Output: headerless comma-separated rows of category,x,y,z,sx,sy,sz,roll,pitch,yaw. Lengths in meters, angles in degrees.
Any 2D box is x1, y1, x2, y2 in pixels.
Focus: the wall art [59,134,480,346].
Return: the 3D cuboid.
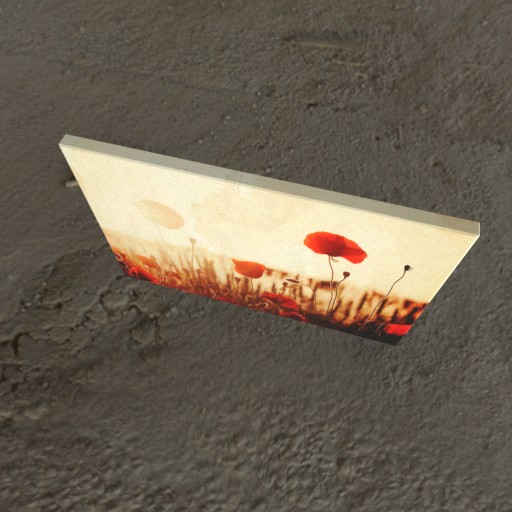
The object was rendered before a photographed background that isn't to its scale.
wall art,0.000,0.000,1.195,0.918,0.602,0.038,14,59,8
